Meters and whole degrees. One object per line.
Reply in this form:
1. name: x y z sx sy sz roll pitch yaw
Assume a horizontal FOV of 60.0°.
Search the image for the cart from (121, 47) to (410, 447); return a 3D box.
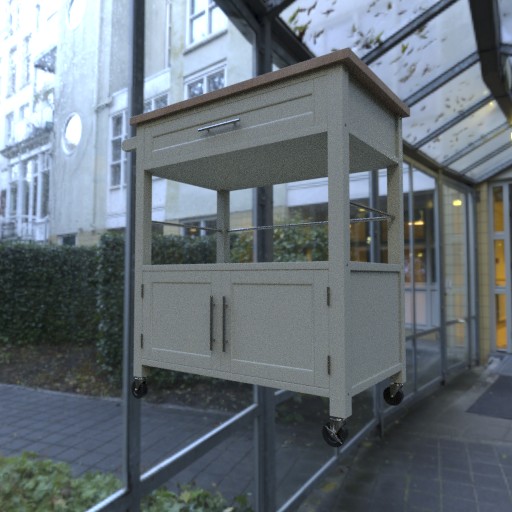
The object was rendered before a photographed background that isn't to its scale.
1. cart: 0.000 0.000 1.404 0.840 0.901 0.459 -2 -3 36
